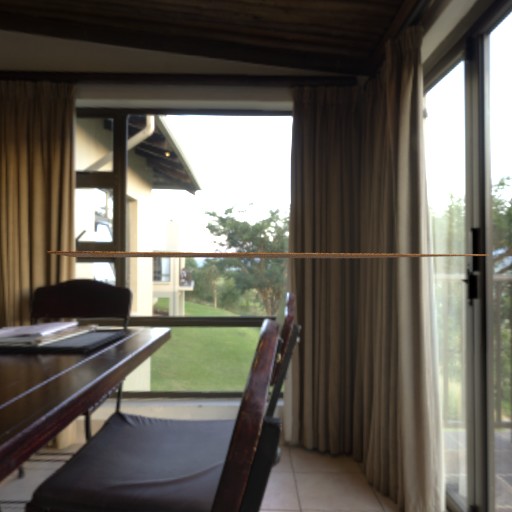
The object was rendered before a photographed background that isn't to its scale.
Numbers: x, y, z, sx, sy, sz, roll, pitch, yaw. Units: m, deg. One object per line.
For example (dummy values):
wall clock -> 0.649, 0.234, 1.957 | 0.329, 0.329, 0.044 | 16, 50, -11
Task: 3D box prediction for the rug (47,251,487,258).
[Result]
rug -> 0.000, 0.000, 2.925 | 2.336, 0.007, 1.525 | 0, -1, -19
